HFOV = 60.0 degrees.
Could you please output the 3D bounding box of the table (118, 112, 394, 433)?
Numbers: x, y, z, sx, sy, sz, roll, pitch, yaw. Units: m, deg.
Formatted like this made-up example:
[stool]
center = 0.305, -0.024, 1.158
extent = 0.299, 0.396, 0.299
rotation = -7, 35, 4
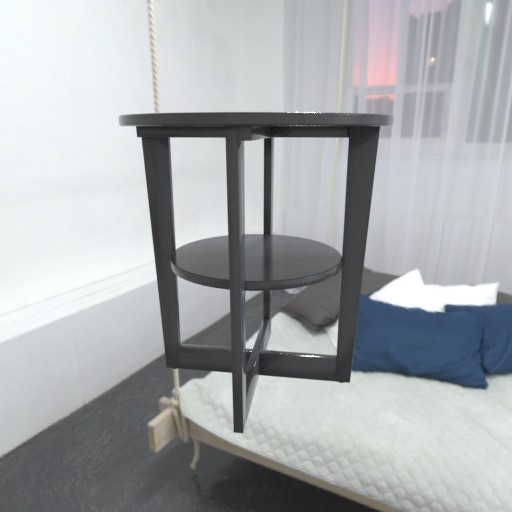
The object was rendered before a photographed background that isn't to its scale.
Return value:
[table]
center = 0.000, 0.000, 0.916
extent = 0.500, 0.550, 0.500
rotation = 0, 16, 0
